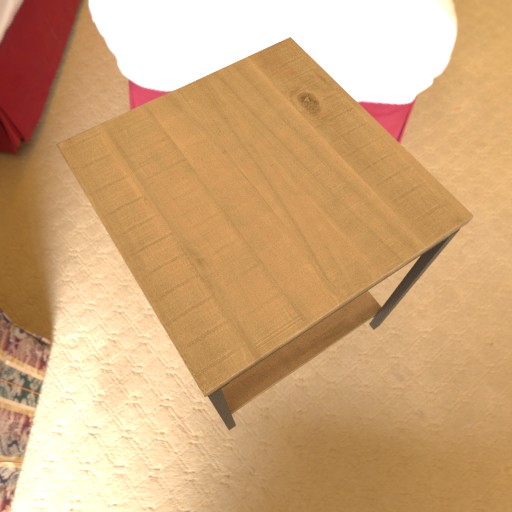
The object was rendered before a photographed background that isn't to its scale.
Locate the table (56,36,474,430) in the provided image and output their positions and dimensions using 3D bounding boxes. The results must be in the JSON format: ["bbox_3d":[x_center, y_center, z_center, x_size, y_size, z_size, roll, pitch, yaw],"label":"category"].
[{"bbox_3d":[0.000,0.000,1.007,0.503,0.589,0.507,-31,68,-14],"label":"table"}]
